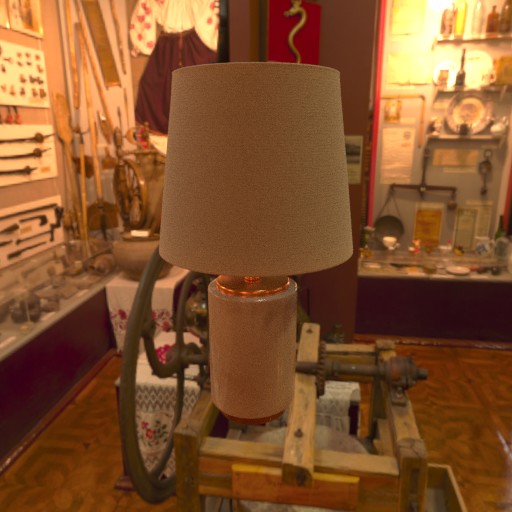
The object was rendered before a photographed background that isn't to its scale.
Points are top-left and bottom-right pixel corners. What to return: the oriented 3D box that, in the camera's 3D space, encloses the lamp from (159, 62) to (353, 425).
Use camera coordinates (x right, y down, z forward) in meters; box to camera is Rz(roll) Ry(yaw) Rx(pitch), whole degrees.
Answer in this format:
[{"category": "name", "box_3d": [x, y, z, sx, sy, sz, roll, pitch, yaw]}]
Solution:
[{"category": "lamp", "box_3d": [0.000, 0.000, 0.445, 0.189, 0.340, 0.189, 0, 16, 0]}]
